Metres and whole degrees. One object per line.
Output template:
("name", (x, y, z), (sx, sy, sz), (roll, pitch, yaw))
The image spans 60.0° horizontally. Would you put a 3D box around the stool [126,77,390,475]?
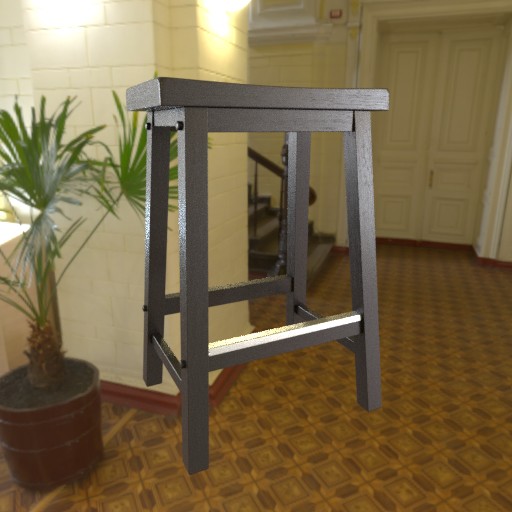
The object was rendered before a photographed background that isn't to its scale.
("stool", (0.000, 0.000, 0.860), (0.406, 0.610, 0.322), (-8, 18, -26))
